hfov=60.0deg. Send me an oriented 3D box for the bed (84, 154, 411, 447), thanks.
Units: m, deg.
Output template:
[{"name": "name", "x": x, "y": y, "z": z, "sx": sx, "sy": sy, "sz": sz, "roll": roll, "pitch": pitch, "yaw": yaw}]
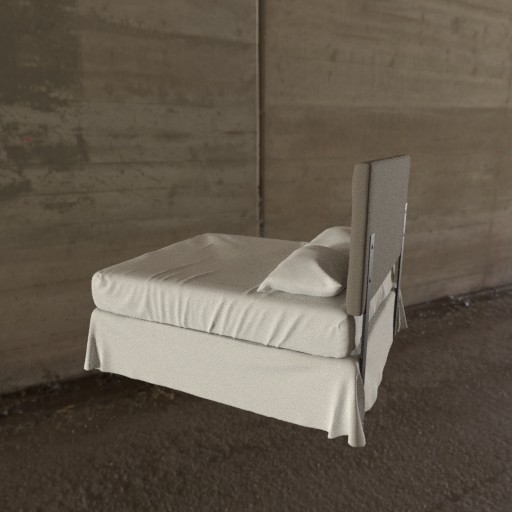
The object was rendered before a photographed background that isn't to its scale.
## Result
[{"name": "bed", "x": 0.000, "y": 0.000, "z": 3.555, "sx": 2.222, "sy": 1.577, "sz": 1.936, "roll": 7, "pitch": 16, "yaw": 24}]
